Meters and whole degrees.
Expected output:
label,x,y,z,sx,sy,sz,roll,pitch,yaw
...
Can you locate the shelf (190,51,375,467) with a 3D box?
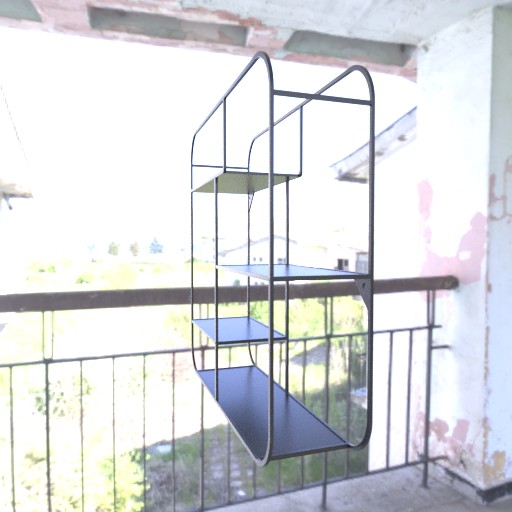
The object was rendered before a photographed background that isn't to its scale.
label,x,y,z,sx,sy,sz,roll,pitch,yaw
shelf,0.000,0.000,0.900,0.160,0.600,0.600,-1,2,-18
